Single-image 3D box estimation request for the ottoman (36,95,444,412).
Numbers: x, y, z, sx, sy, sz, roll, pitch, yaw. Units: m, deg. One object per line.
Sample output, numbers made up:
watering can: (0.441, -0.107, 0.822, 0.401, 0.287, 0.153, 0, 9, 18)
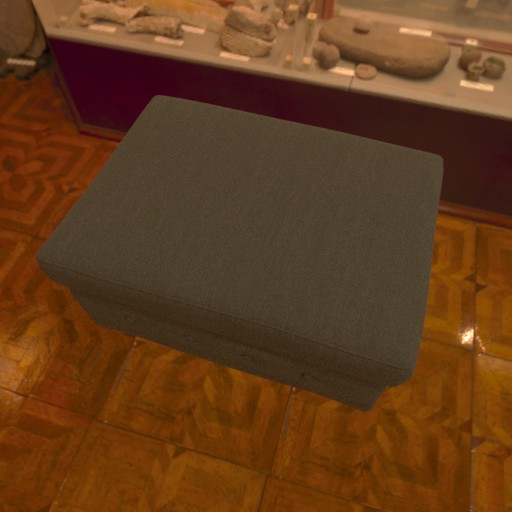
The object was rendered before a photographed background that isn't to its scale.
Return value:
ottoman: (0.000, 0.000, 1.134, 0.771, 0.500, 0.569, 16, 58, 10)
